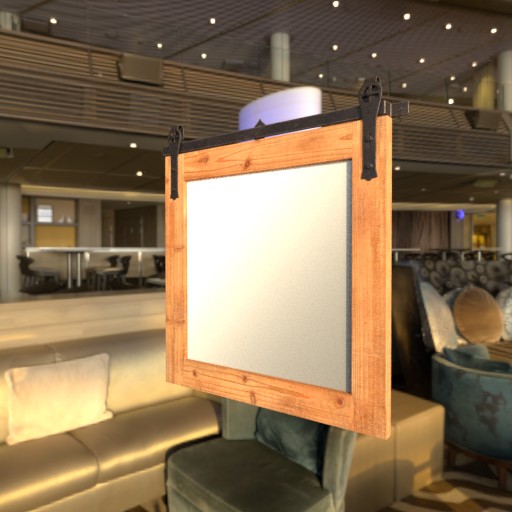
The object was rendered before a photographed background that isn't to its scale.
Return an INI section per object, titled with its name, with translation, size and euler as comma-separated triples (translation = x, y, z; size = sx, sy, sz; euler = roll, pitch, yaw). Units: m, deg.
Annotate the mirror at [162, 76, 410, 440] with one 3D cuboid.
[mirror]
translation = 0.000, 0.000, 1.199
size = 0.805, 0.800, 0.054
euler = 1, 1, 37
